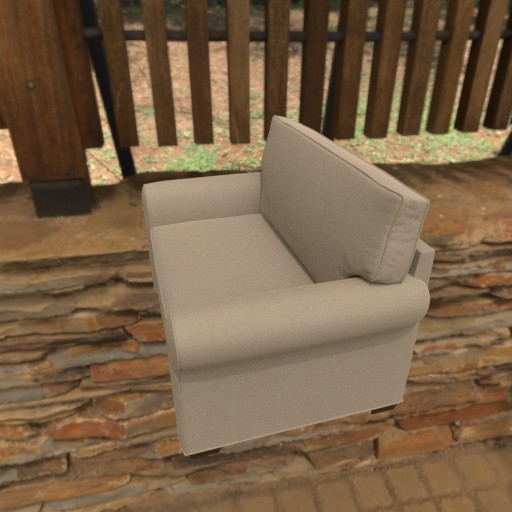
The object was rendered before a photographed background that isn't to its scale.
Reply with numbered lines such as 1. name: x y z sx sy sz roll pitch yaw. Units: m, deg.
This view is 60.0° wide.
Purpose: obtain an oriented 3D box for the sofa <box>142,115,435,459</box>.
1. sofa: 0.000 0.000 2.057 0.937 1.006 1.405 -8 30 -14
